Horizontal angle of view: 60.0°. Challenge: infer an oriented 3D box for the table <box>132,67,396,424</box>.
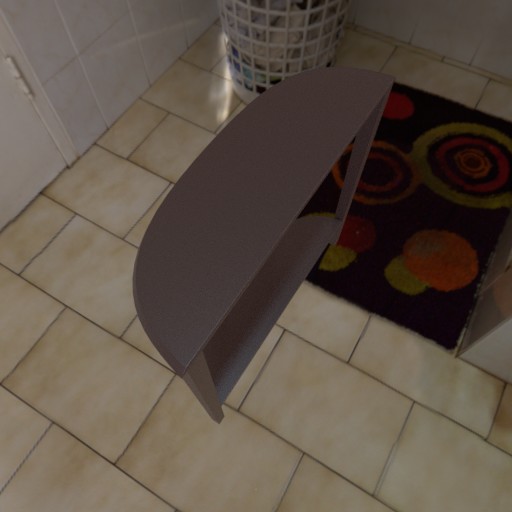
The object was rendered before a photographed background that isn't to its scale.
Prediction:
[{"bbox_3d":[0.000,0.000,1.352,0.274,0.831,0.909,30,66,15],"label":"table"}]
